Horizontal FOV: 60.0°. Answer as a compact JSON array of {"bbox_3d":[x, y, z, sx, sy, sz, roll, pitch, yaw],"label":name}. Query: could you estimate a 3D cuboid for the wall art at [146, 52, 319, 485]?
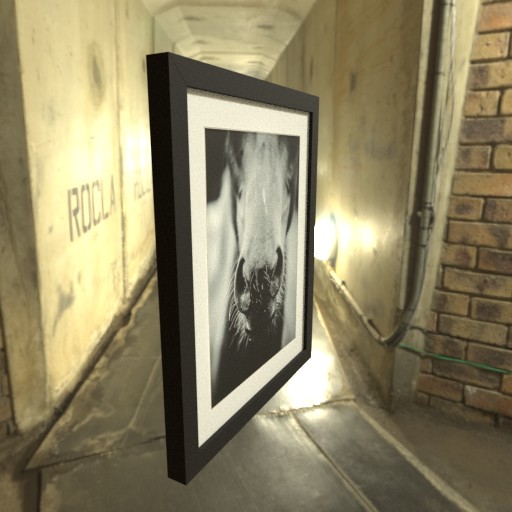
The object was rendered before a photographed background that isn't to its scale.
[{"bbox_3d":[0.000,0.000,0.754,0.033,0.559,0.457,7,15,28],"label":"wall art"}]
